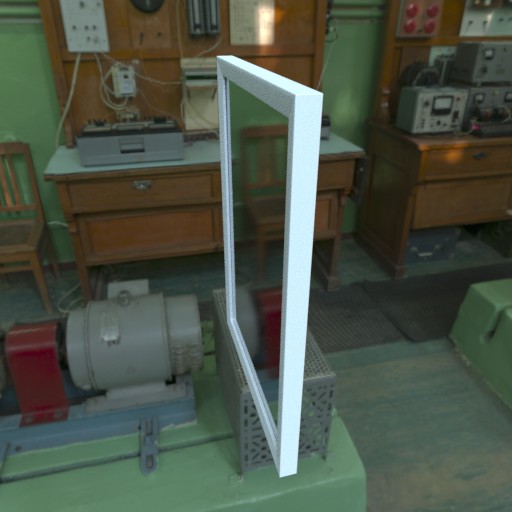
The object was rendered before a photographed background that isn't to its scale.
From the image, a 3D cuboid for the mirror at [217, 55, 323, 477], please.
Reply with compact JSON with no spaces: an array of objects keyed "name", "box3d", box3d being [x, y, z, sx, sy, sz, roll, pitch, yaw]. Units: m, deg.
[{"name":"mirror","box3d":[0.000,0.000,0.909,0.040,0.710,0.507,-7,30,-13]}]
